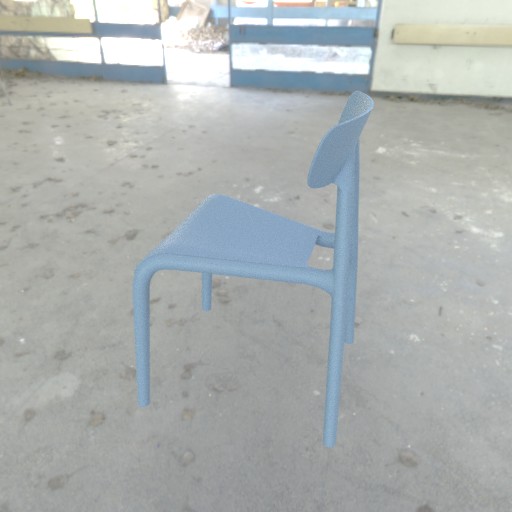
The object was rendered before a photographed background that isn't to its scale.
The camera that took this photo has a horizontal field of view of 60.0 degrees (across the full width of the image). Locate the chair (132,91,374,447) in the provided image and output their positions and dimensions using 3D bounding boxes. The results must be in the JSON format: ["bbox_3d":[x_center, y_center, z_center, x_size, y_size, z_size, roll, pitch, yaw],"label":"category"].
[{"bbox_3d":[0.000,0.000,0.852,0.401,0.580,0.356,9,31,15],"label":"chair"}]
